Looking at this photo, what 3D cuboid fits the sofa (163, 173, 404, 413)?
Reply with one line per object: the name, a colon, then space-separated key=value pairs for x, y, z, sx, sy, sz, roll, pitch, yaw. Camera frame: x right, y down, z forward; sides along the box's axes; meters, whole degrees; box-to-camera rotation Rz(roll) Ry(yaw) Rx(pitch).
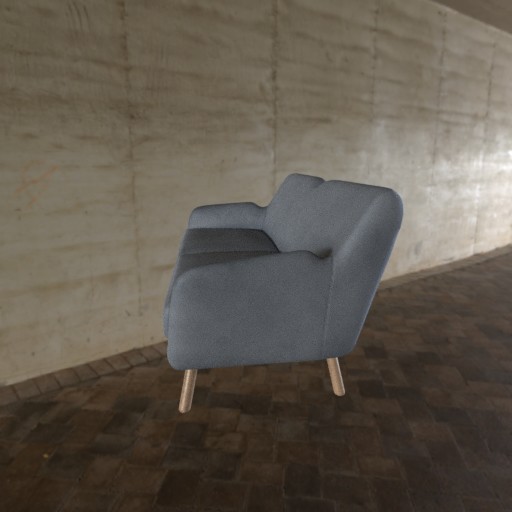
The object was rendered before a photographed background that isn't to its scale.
sofa: x=0.000 y=0.000 z=2.347 sx=0.850 sy=0.810 sz=1.870 roll=-1 pitch=12 yaw=-6
